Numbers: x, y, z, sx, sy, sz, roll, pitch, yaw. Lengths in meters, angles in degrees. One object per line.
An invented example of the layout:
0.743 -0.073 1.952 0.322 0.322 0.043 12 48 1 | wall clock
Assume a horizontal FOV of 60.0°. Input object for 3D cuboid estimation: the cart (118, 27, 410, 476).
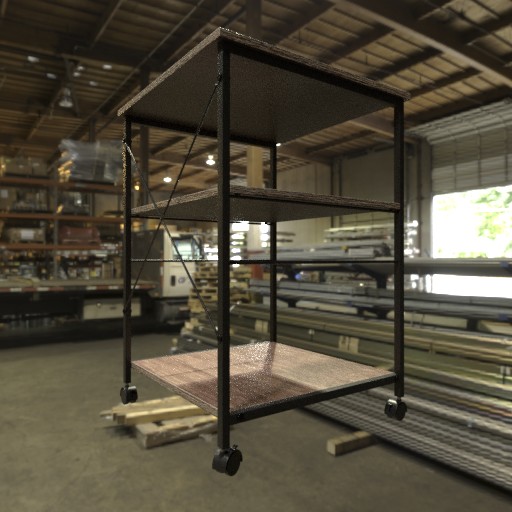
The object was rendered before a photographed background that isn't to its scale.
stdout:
0.000 0.000 1.100 0.520 0.762 0.521 0 0 -35 | cart
